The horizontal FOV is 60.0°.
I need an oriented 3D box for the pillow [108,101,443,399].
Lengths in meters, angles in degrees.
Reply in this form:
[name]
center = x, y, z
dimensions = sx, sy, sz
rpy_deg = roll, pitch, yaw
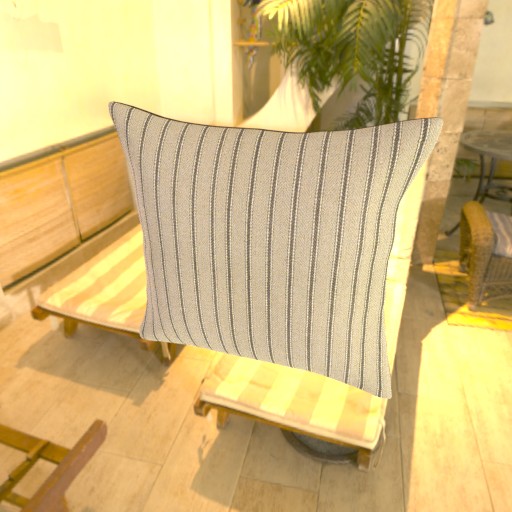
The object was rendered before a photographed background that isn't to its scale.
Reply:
[pillow]
center = 0.000, 0.000, 0.686
dimensions = 0.468, 0.444, 0.138
rpy_deg = 9, 30, 17
